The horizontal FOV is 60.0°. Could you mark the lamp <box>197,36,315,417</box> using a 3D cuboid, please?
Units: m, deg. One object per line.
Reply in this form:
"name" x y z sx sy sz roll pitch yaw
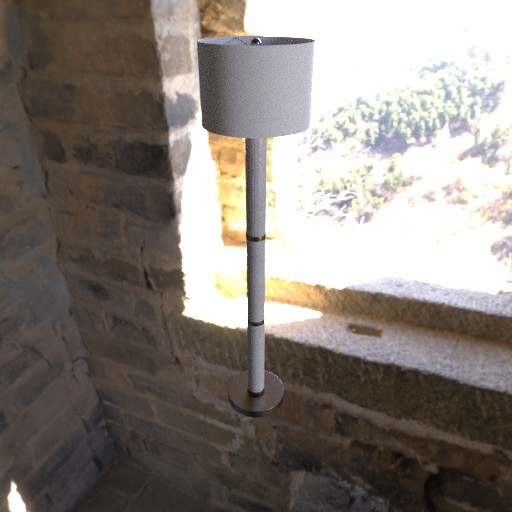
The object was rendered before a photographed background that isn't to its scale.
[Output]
"lamp" 0.000 0.000 1.807 0.377 1.599 0.377 -12 32 -19
